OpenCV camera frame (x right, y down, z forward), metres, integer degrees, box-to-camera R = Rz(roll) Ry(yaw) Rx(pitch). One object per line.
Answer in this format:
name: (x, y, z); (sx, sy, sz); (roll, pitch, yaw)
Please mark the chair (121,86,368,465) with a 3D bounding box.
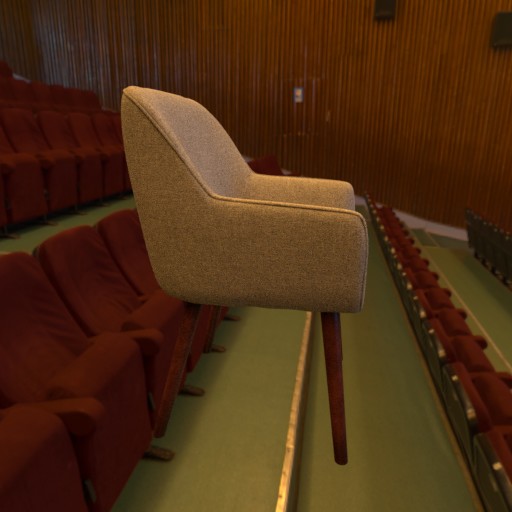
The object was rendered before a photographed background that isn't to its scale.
chair: (0.000, 0.000, 1.144); (0.519, 0.803, 0.543); (3, 16, 9)
